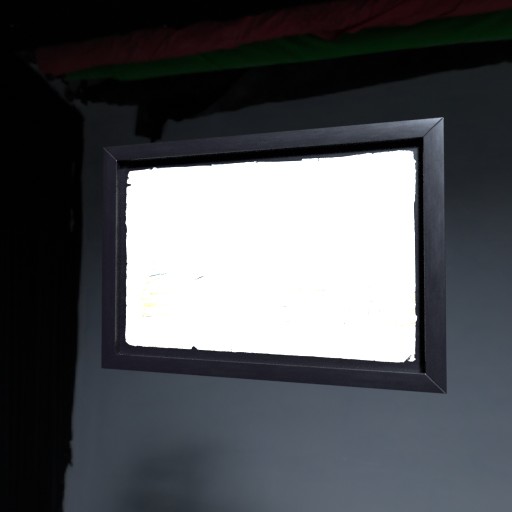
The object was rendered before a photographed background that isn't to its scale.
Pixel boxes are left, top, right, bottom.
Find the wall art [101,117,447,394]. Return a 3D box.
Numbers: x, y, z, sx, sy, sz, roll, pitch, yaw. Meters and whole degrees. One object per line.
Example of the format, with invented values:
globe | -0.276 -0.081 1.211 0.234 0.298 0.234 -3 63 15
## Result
wall art | 0.000 0.000 0.558 0.440 0.306 0.013 0 -2 16
